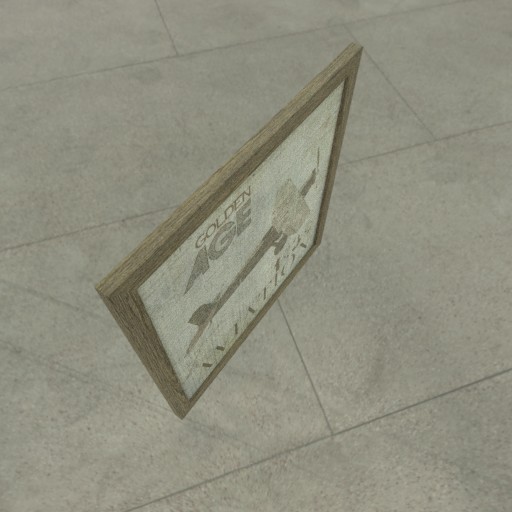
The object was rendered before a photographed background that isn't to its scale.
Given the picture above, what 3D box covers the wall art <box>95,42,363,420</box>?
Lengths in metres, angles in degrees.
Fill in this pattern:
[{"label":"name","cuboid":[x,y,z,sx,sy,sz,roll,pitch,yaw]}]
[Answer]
[{"label":"wall art","cuboid":[0.000,0.000,0.751,0.019,0.508,0.508,31,62,19]}]
